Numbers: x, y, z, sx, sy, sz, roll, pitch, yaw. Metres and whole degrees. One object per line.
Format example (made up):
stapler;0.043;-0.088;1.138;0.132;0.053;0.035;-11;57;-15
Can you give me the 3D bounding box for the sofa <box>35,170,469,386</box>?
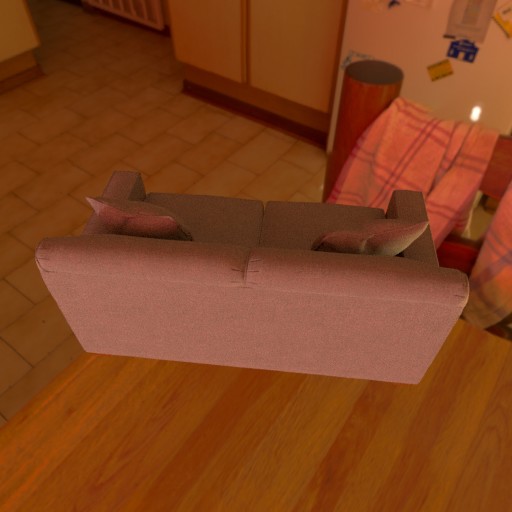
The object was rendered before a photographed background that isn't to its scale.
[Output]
sofa;0.000;0.000;2.445;1.846;0.958;1.000;5;49;4
